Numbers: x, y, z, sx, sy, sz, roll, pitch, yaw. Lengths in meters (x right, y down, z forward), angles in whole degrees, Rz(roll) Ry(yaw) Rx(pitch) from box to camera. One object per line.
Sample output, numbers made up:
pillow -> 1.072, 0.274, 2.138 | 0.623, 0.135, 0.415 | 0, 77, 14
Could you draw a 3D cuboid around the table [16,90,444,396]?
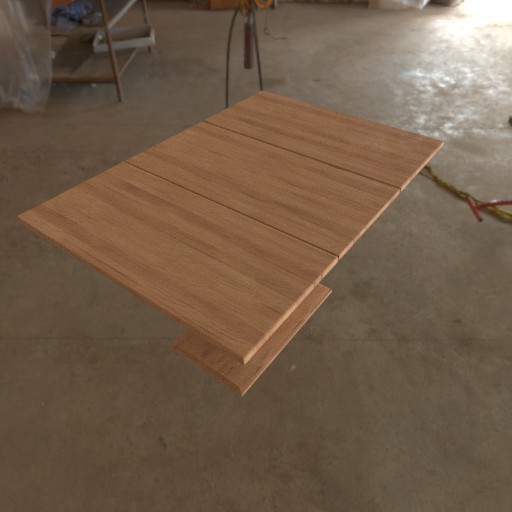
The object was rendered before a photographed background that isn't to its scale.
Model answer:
table -> 0.000, 0.000, 1.823 | 0.900, 0.770, 1.300 | 26, 47, 27
